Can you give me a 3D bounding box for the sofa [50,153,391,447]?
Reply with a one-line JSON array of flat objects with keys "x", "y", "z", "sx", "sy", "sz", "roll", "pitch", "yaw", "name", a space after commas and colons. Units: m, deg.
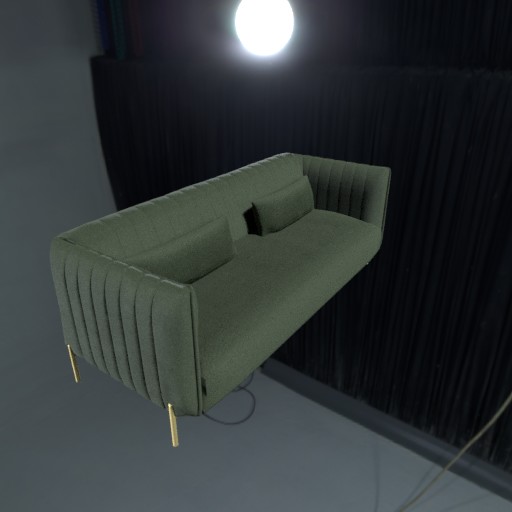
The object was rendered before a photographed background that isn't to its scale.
[{"x": 0.000, "y": 0.000, "z": 2.665, "sx": 0.896, "sy": 0.793, "sz": 2.137, "roll": 17, "pitch": 31, "yaw": 31, "name": "sofa"}]
